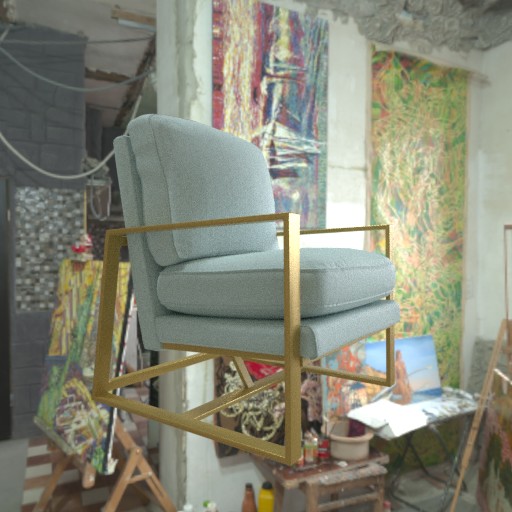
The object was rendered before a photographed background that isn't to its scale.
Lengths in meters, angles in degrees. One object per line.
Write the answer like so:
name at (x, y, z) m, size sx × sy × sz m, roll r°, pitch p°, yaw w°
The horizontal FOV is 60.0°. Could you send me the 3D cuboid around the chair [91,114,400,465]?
chair at (0.000, 0.000, 1.541) m, size 0.813 × 0.956 × 0.758 m, roll 1°, pitch 1°, yaw 35°
